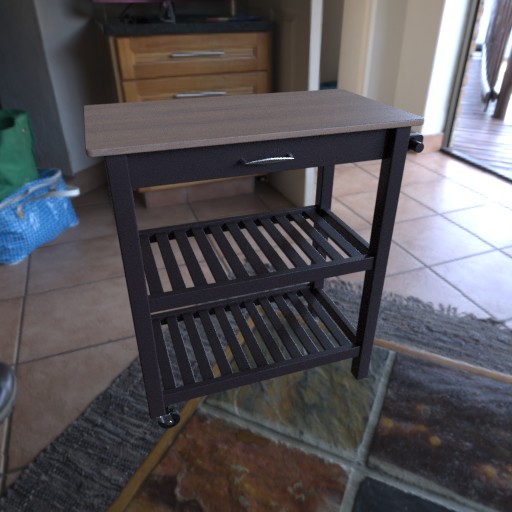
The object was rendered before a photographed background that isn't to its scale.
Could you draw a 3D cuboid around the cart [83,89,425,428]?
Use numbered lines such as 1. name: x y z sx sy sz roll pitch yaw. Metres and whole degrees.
1. cart: 0.000 0.000 1.456 0.899 0.927 0.457 -10 32 -16
